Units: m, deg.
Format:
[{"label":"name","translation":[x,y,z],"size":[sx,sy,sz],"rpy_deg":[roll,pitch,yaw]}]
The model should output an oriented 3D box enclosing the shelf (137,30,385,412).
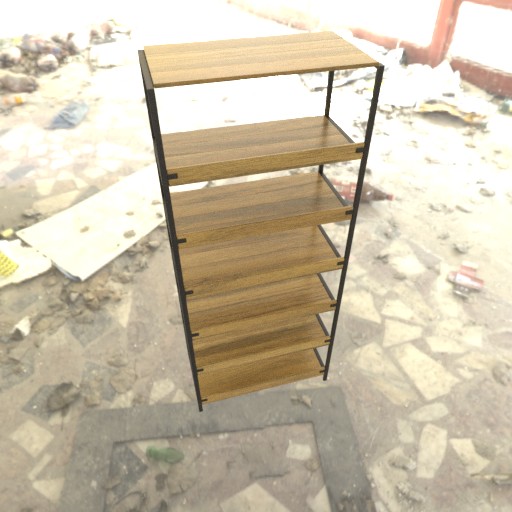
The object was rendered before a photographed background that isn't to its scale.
[{"label":"shelf","translation":[0.000,0.000,2.324],"size":[0.847,2.015,0.431],"rpy_deg":[-10,42,-12]}]
